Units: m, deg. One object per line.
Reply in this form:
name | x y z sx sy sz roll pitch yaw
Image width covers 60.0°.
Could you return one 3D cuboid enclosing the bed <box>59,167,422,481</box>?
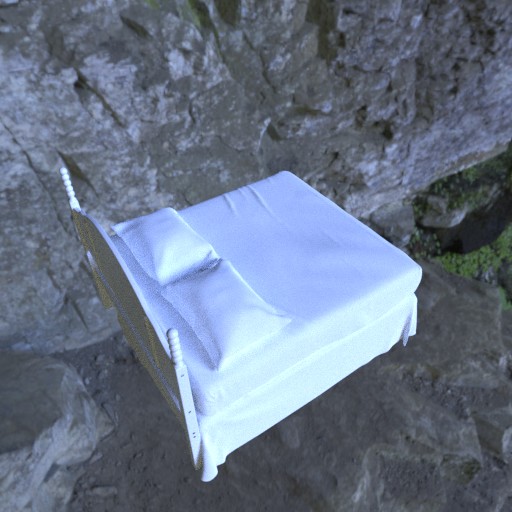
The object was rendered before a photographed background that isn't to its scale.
bed | 0.000 0.000 3.254 2.040 1.356 1.873 -25 48 -25
